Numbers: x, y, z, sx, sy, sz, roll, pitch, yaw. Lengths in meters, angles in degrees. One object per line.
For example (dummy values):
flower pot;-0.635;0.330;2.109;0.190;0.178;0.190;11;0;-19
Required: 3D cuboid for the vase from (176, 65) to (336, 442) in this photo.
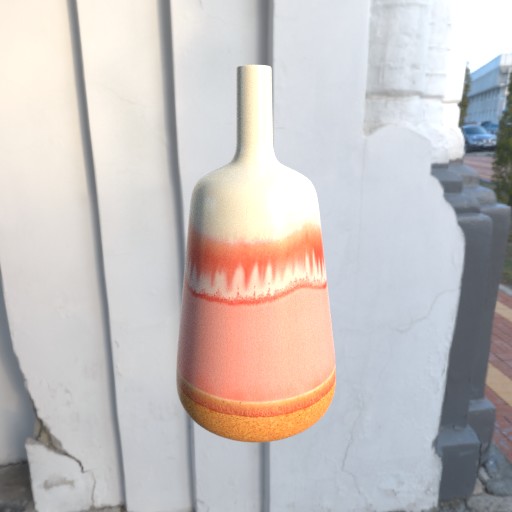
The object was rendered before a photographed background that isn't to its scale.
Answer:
vase;0.000;0.000;0.375;0.144;0.296;0.144;0;17;0
